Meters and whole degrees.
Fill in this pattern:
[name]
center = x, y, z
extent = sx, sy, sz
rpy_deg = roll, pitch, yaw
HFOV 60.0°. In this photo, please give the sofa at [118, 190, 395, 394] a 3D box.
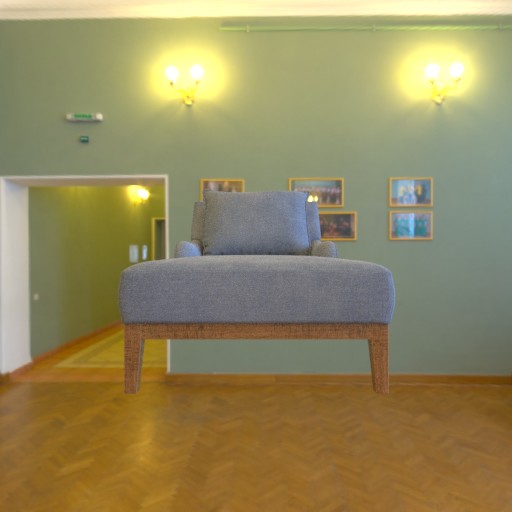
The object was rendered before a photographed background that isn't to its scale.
[sofa]
center = 0.000, 0.000, 2.291
extent = 0.904, 0.883, 1.779
rpy_deg = 0, 0, 0
